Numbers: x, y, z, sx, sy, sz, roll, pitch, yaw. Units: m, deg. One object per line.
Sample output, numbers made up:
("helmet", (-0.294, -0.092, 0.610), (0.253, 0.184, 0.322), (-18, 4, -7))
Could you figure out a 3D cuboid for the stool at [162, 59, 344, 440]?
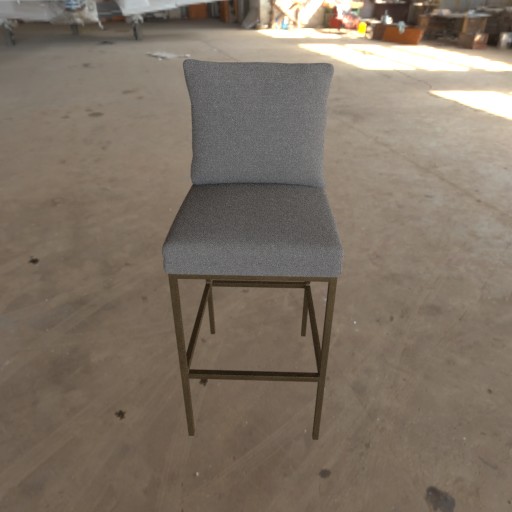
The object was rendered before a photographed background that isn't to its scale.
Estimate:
("stool", (0.000, 0.000, 1.442), (0.463, 1.132, 0.569), (1, 32, 2))
